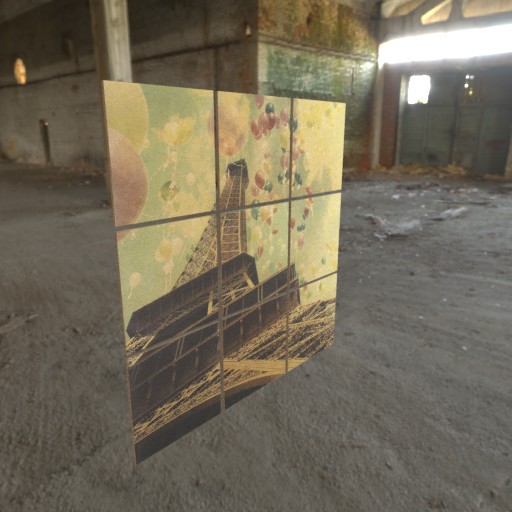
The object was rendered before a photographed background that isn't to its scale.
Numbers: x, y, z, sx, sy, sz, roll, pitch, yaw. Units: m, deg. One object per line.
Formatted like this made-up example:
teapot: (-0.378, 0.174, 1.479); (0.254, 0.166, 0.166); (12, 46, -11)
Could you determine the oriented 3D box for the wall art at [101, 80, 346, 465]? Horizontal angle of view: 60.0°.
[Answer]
wall art: (0.000, 0.000, 1.776); (0.013, 1.218, 1.219); (13, 20, 40)
